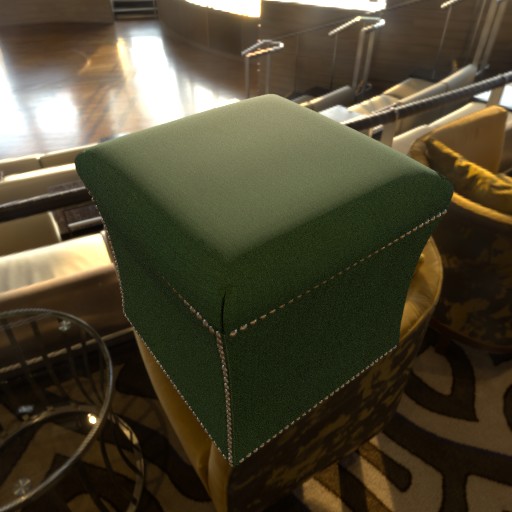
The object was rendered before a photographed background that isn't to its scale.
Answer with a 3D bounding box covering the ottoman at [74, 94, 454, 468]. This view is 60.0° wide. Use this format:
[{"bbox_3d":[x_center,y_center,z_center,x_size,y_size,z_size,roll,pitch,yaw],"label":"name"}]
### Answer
[{"bbox_3d":[0.000,0.000,0.905,0.497,0.475,0.507,-26,47,-27],"label":"ottoman"}]
